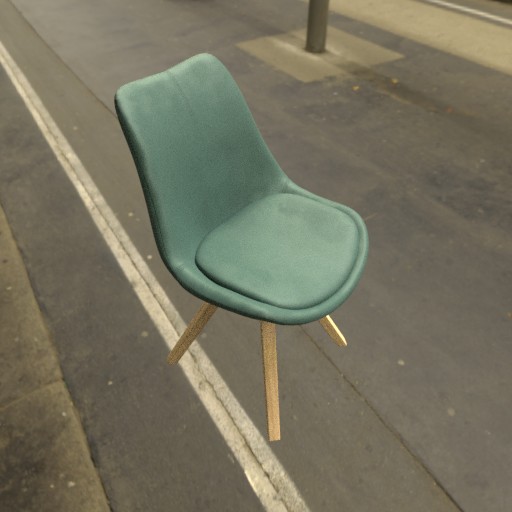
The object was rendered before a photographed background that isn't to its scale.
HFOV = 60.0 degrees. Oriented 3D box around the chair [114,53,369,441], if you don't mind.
[{"bbox_3d":[0.000,0.000,1.174,0.547,0.865,0.483,26,49,26],"label":"chair"}]
